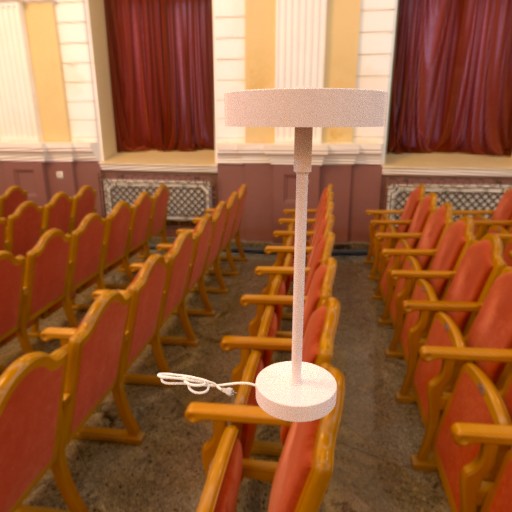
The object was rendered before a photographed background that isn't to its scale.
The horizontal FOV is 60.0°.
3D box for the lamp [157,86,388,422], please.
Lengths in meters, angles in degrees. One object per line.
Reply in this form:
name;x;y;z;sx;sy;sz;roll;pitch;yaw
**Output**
lamp;0.000;0.000;0.714;0.369;0.508;0.229;3;17;9
